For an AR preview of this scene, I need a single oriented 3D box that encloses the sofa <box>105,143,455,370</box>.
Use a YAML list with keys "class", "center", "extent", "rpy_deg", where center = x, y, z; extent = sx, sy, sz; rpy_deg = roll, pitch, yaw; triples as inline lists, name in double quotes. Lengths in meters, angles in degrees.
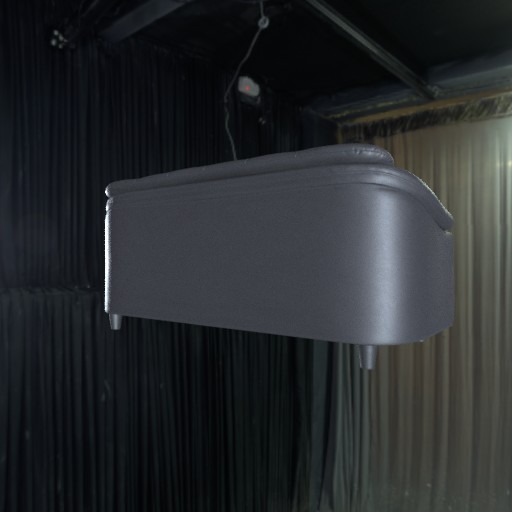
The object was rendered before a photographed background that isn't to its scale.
- class: "sofa"
  center: [0.000, 0.000, 2.282]
  extent: [1.829, 0.811, 0.800]
  rpy_deg: [0, 0, 36]
